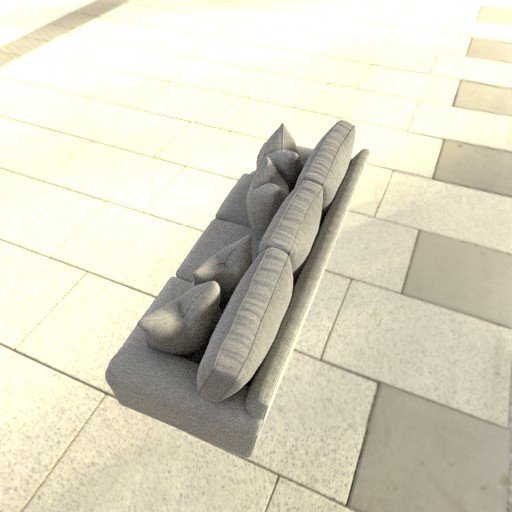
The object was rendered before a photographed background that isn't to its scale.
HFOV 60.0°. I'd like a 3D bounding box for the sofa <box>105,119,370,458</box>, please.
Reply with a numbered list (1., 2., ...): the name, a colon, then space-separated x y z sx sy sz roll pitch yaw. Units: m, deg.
1. sofa: 0.000 0.000 2.923 0.965 0.975 2.312 16 49 15
